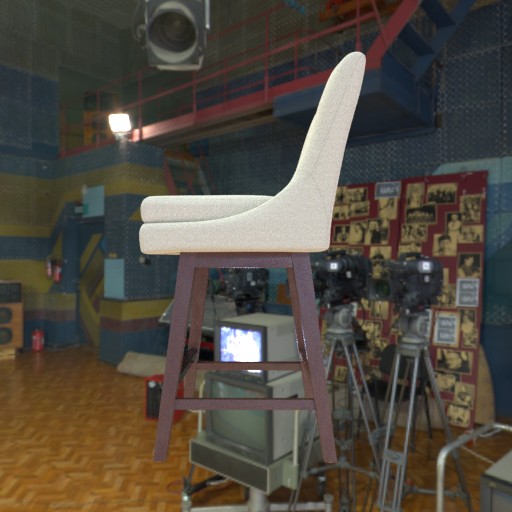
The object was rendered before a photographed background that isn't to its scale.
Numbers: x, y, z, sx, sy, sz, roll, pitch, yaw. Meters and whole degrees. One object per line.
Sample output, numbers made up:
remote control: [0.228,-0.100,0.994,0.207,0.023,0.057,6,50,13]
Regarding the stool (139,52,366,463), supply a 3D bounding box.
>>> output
stool: [0.000,0.000,1.277,0.559,0.991,0.483,0,0,1]
